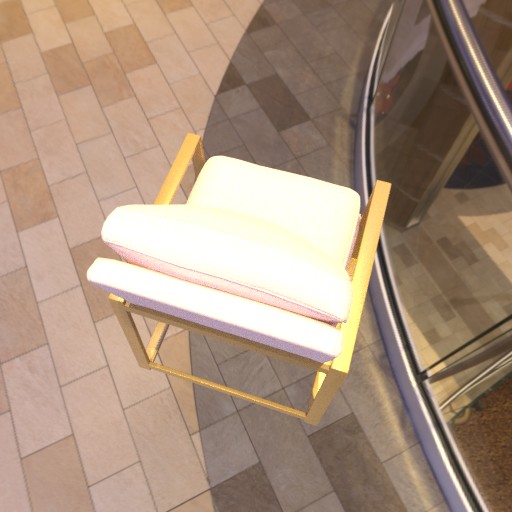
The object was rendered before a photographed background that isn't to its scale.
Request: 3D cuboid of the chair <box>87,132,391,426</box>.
[{"bbox_3d":[0.000,0.000,1.531,0.758,0.956,0.813,16,64,8],"label":"chair"}]
